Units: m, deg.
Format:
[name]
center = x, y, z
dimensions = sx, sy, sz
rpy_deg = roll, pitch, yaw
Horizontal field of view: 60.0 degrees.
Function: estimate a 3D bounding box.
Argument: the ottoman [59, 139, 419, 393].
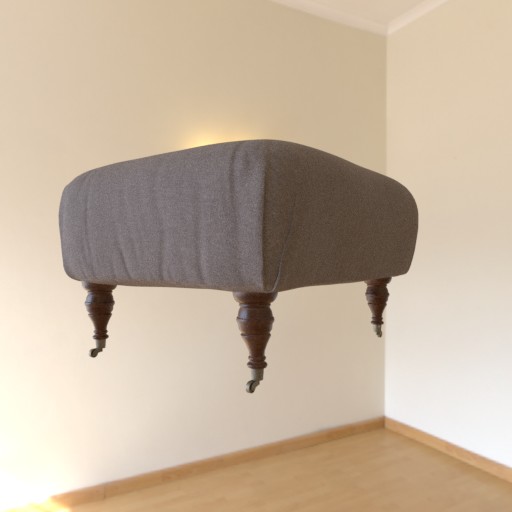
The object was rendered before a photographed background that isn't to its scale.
[ottoman]
center = 0.000, 0.000, 1.102
dimensions = 0.622, 0.450, 0.747
rpy_deg = 0, 0, 36
